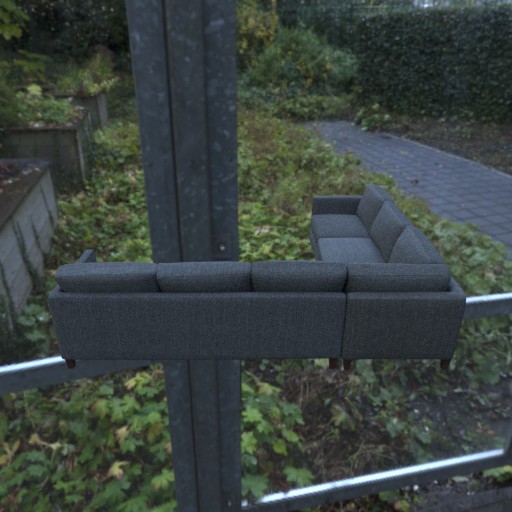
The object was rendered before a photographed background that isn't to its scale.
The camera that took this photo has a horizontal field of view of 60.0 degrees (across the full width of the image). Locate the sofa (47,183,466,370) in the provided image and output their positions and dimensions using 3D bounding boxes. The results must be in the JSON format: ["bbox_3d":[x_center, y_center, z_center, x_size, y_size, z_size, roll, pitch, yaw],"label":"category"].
[{"bbox_3d":[0.000,0.000,4.657,3.302,0.947,2.593,0,25,0],"label":"sofa"}]
